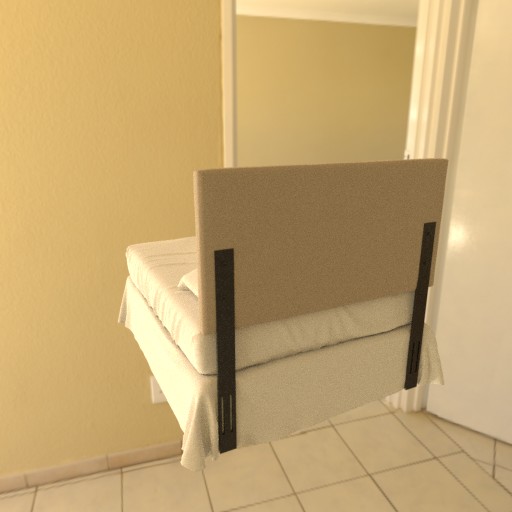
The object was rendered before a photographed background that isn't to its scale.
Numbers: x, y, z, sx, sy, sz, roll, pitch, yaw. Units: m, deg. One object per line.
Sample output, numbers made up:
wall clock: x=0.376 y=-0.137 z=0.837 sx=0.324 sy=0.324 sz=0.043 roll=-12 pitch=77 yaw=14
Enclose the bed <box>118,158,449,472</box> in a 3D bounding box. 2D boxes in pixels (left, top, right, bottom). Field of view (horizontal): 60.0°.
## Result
bed: x=0.000 y=0.000 z=3.458 sx=1.936 sy=1.577 sz=2.222 roll=-8 pitch=18 yaw=-25
